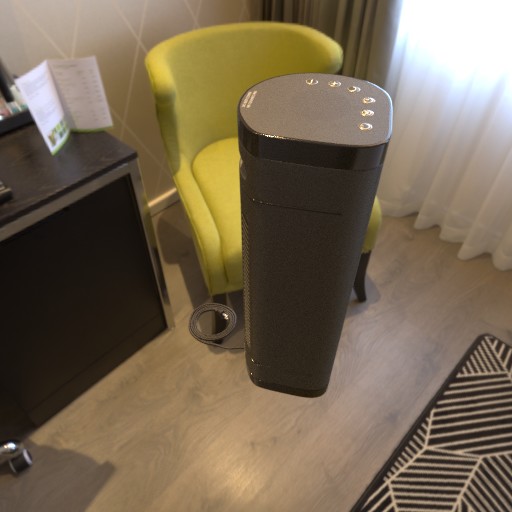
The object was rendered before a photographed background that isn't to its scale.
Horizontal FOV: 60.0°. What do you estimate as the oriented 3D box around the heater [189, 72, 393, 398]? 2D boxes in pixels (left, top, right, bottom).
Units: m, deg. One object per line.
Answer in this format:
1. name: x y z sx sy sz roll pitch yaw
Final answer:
1. heater: 0.000 0.000 0.715 0.312 0.552 0.174 10 47 9
